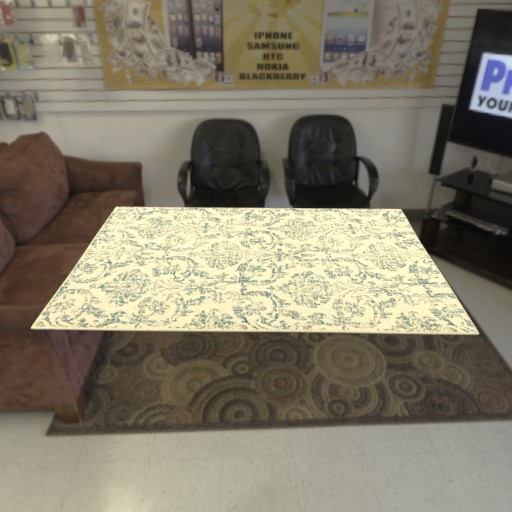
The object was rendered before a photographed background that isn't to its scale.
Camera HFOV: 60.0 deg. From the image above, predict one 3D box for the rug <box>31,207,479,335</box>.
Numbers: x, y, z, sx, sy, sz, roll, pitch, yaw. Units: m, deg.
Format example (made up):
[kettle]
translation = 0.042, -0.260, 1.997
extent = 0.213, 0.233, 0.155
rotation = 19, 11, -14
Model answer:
[rug]
translation = 0.000, 0.000, 3.489
extent = 2.746, 0.018, 1.819
rotation = 1, 31, 1
